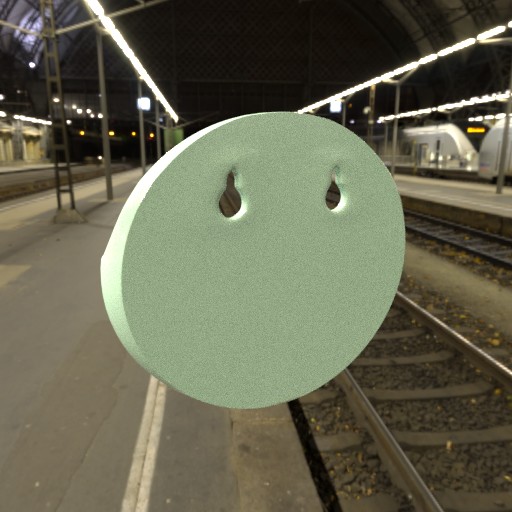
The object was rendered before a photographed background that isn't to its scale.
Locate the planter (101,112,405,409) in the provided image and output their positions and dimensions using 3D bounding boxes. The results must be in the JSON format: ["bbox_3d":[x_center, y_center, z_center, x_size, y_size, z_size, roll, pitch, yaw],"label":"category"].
[{"bbox_3d":[0.000,0.000,0.272,0.189,0.164,0.073,-7,15,-27],"label":"planter"}]
